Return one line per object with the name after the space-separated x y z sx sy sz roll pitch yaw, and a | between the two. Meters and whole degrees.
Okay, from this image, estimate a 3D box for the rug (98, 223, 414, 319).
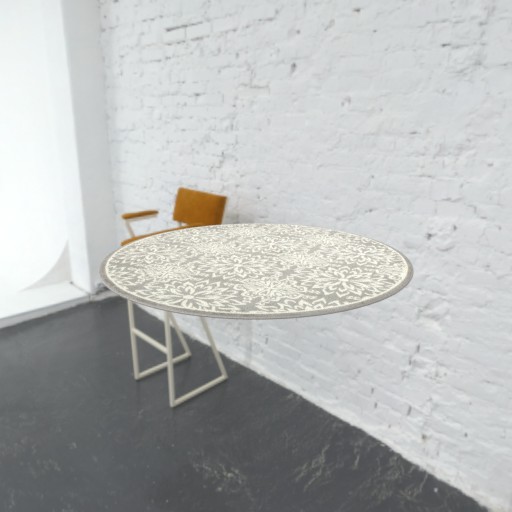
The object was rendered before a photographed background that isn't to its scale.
0.000 0.000 2.366 1.593 0.012 1.593 0 16 0 | rug
